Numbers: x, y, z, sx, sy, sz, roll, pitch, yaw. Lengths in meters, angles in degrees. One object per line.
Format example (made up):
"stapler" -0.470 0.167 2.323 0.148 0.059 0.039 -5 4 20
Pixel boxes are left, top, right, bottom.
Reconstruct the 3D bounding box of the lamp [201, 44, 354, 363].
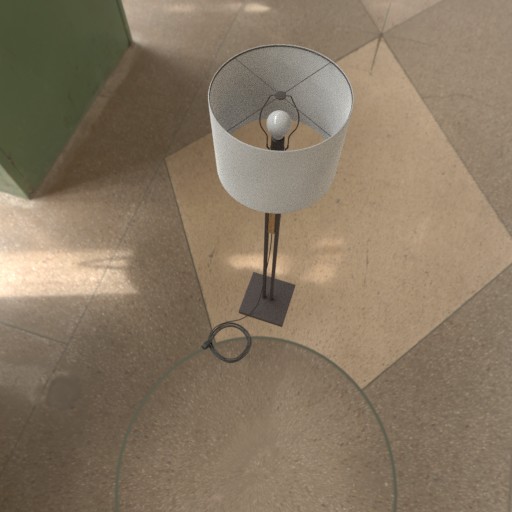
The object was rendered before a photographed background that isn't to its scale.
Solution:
"lamp" 0.000 0.000 1.933 0.474 1.650 0.639 17 65 8
